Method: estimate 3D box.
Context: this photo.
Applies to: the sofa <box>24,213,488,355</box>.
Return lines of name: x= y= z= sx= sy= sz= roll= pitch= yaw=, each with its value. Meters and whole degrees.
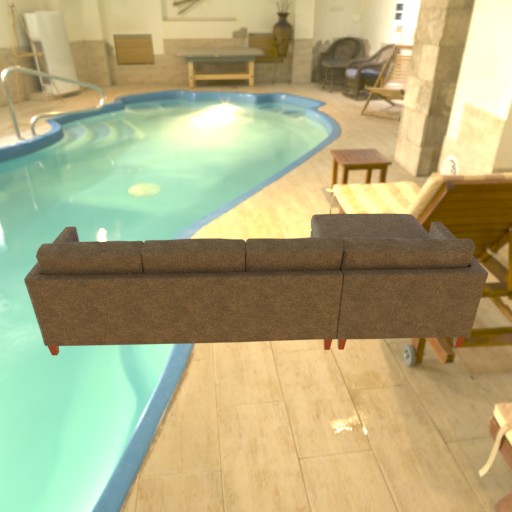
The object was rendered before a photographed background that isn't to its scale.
sofa: x=0.000 y=0.000 z=4.082 sx=3.471 sy=0.954 sz=1.606 roll=-1 pitch=29 yaw=-1
